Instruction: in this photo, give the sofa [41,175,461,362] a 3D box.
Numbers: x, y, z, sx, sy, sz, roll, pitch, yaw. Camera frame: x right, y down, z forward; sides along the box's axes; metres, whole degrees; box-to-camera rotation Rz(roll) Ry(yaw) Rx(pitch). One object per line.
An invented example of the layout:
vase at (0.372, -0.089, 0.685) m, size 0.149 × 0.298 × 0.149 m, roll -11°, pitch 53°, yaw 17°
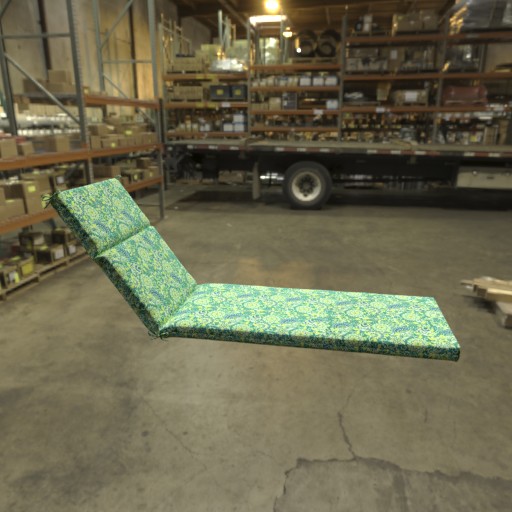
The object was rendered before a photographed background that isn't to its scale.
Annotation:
sofa at (0.000, 0.000, 1.966) m, size 1.663 × 0.622 × 0.582 m, roll 3°, pitch 17°, yaw 10°
